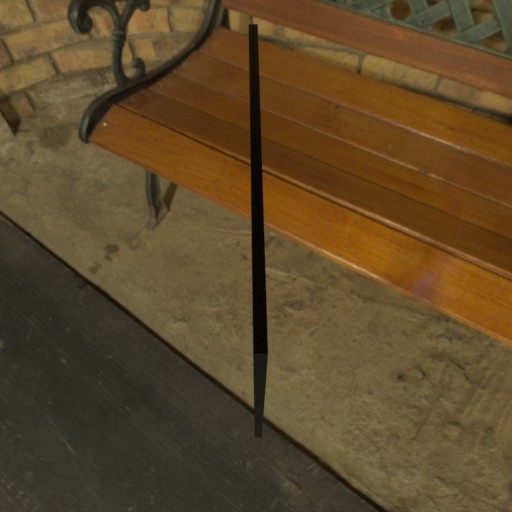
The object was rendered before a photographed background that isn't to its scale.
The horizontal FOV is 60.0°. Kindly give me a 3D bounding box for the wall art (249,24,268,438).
[{"bbox_3d":[0.000,0.000,0.680,0.012,0.458,0.457,-1,60,0],"label":"wall art"}]
